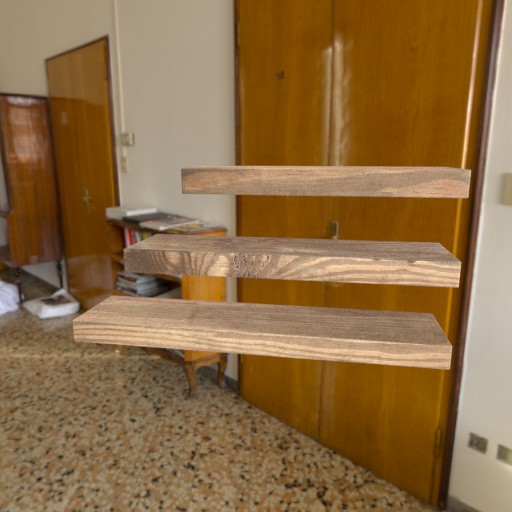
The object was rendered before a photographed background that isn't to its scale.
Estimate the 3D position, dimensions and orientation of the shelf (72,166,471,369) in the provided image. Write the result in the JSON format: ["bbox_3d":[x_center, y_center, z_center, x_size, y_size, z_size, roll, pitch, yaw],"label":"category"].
[{"bbox_3d":[0.000,0.000,0.744,0.610,0.293,0.140,2,13,9],"label":"shelf"}]
